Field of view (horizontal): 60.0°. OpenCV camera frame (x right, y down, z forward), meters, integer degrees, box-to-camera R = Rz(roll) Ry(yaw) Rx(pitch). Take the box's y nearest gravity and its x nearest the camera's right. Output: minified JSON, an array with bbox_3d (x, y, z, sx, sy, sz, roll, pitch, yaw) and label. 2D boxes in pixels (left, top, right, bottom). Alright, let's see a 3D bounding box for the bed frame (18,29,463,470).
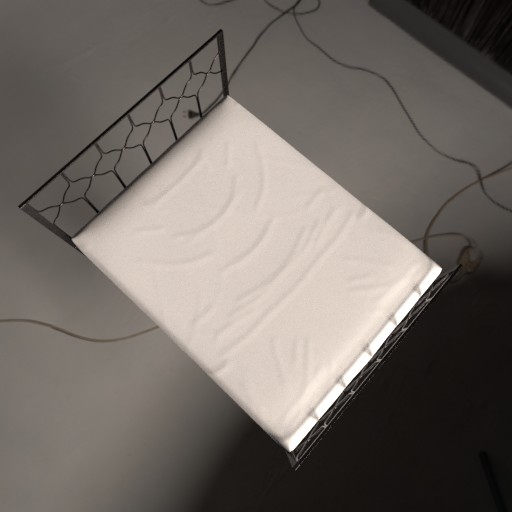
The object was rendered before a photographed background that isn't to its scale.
[{"bbox_3d":[0.000,0.000,2.974,2.063,1.222,1.597,42,78,11],"label":"bed frame"}]
